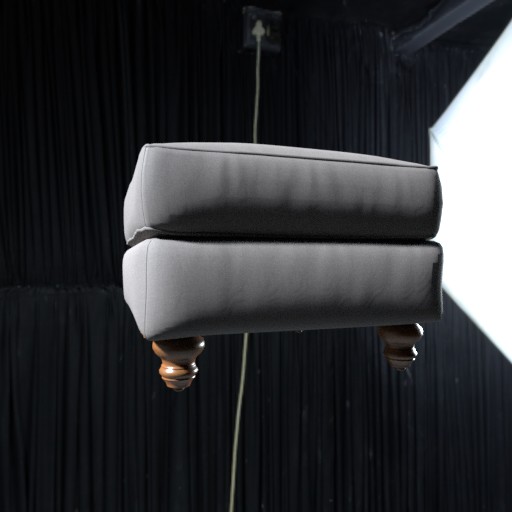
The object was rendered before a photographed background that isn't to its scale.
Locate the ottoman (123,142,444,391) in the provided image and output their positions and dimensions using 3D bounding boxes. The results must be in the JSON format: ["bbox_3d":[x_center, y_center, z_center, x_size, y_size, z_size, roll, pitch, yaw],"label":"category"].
[{"bbox_3d":[0.000,0.000,1.167,0.662,0.505,0.721,0,-1,-19],"label":"ottoman"}]
